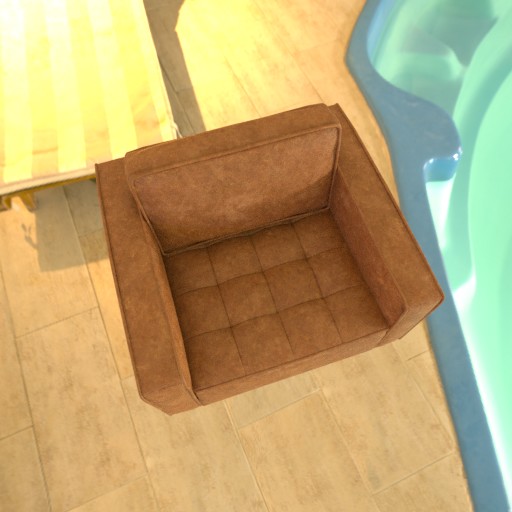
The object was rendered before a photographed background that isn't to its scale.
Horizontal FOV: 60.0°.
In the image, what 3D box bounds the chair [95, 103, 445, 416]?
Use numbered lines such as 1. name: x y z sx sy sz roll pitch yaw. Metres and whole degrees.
1. chair: 0.000 0.000 1.532 0.928 0.767 0.798 -16 65 -8
